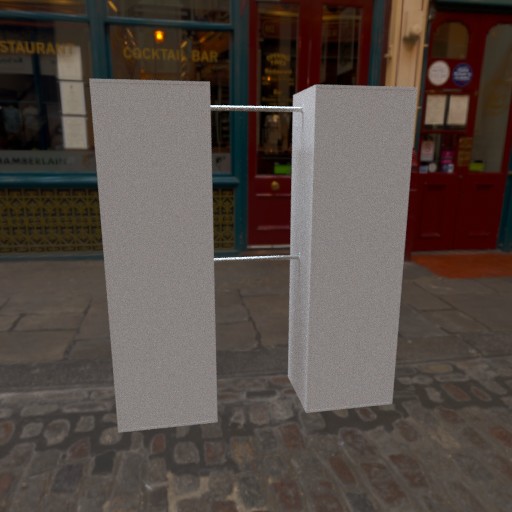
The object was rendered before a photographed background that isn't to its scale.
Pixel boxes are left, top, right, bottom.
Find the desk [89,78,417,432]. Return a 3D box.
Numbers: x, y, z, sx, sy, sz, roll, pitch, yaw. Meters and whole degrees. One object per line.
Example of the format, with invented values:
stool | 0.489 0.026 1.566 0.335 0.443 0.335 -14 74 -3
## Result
desk | 0.000 0.000 2.818 1.770 2.000 0.480 -2 14 -10
